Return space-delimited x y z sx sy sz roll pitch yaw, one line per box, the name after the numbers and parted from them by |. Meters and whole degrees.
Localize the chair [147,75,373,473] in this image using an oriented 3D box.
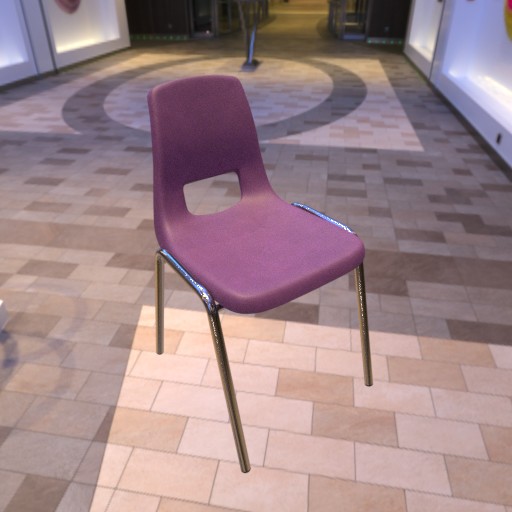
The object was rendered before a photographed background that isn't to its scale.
0.000 0.000 0.932 0.381 0.654 0.432 -22 38 -31 | chair
